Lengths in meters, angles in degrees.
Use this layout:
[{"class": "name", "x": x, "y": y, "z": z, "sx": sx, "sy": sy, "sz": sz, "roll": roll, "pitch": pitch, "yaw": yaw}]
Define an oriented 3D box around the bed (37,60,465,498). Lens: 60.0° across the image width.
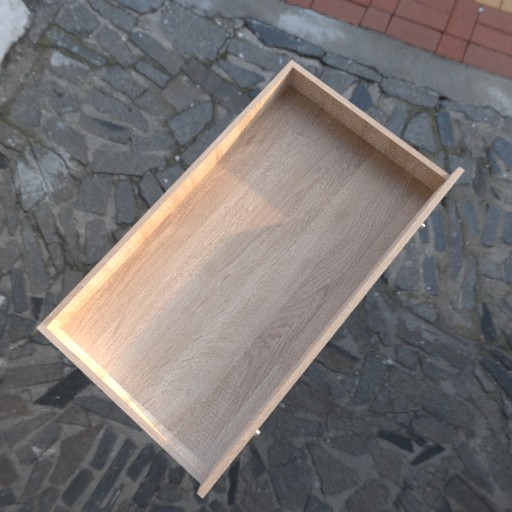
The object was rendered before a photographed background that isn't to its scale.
[{"class": "bed", "x": 0.000, "y": 0.000, "z": 1.402, "sx": 0.685, "sy": 0.209, "sz": 1.200, "roll": 40, "pitch": 80, "yaw": 8}]
